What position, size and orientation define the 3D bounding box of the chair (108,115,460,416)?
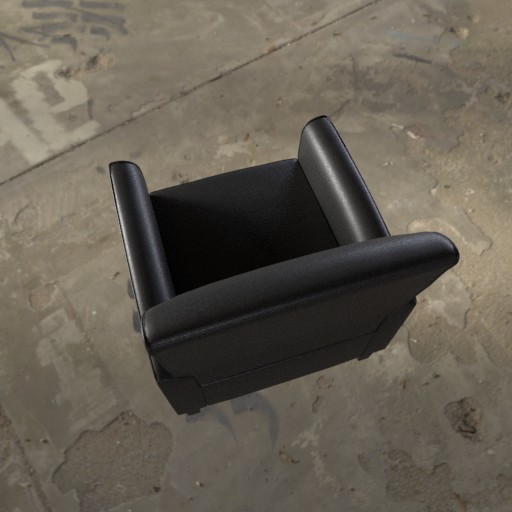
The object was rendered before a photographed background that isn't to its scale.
[{"bbox_3d":[0.000,0.000,1.530,0.820,0.916,0.819,-15,59,-9],"label":"chair"}]
